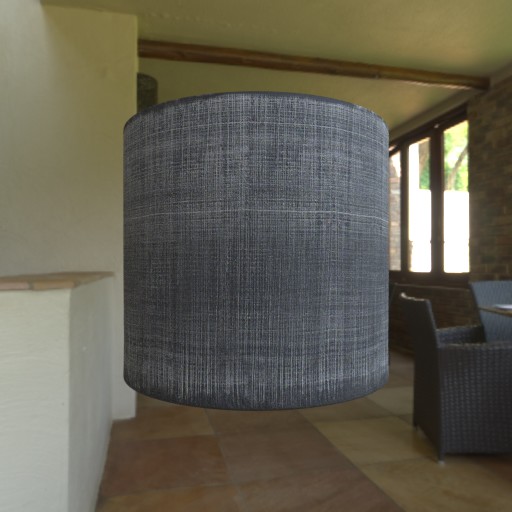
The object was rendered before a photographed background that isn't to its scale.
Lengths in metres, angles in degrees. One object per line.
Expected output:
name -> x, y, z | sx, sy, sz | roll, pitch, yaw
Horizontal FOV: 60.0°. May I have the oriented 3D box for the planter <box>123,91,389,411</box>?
planter -> 0.000, 0.000, 0.383 | 0.221, 0.201, 0.221 | 0, -1, 0
